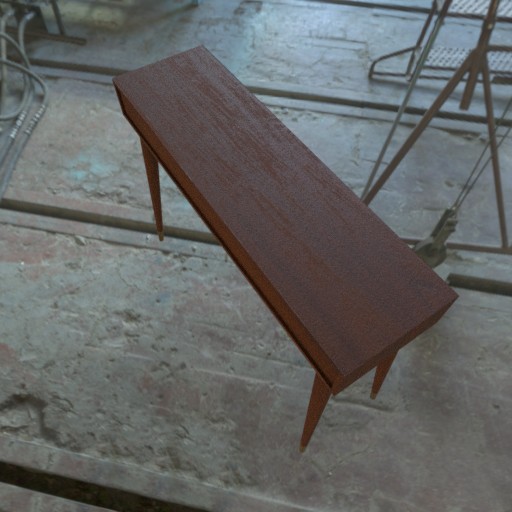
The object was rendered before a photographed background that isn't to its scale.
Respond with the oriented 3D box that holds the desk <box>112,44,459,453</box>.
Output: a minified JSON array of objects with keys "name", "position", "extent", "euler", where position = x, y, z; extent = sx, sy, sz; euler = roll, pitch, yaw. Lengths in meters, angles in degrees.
[{"name":"desk","position":[0.000,0.000,1.636],"extent":[0.384,0.917,1.204],"euler":[-29,62,-17]}]
